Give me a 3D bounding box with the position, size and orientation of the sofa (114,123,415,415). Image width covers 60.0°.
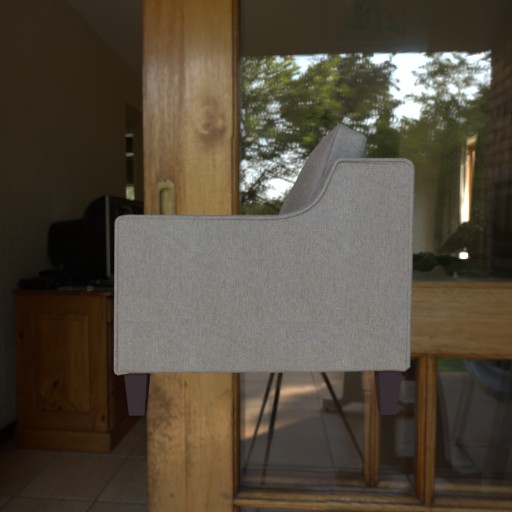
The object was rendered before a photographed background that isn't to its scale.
[{"bbox_3d":[0.000,0.000,2.150,0.985,0.981,1.503,0,3,-1],"label":"sofa"}]
